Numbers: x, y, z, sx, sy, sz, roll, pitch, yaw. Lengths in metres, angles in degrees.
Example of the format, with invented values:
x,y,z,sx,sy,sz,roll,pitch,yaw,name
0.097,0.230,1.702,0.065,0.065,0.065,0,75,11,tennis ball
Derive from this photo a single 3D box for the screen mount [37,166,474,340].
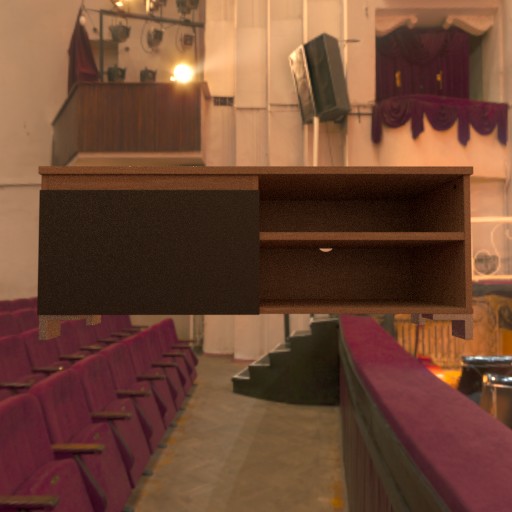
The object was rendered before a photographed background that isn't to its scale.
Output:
x,y,z,sx,sy,sz,roll,pitch,yaw,name
0.000,0.000,1.298,1.084,0.432,0.406,0,-2,0,screen mount
